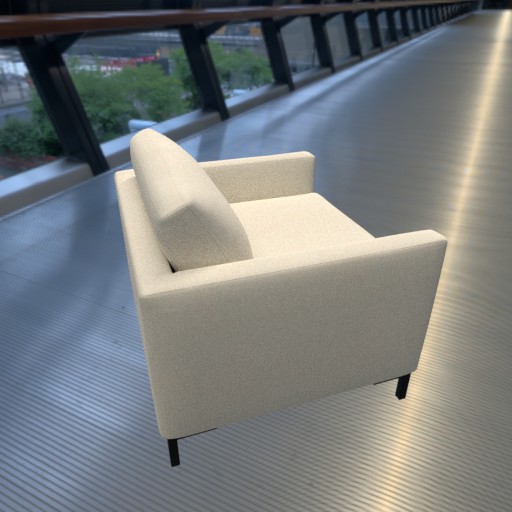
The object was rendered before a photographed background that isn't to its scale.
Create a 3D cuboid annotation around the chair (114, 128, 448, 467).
[{"bbox_3d":[0.000,0.000,1.602,0.875,0.806,0.964,-10,30,-17],"label":"chair"}]
